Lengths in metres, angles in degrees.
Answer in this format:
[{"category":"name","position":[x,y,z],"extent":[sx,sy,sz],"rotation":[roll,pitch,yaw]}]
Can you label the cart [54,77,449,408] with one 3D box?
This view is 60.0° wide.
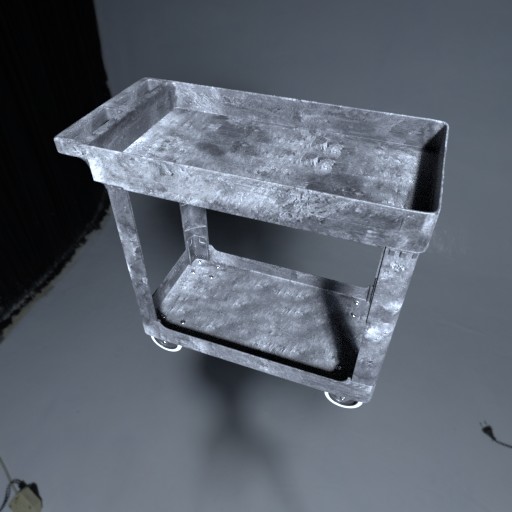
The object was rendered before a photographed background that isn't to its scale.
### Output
[{"category":"cart","position":[0.000,0.000,1.347],"extent":[0.877,0.824,0.420],"rotation":[14,44,15]}]
